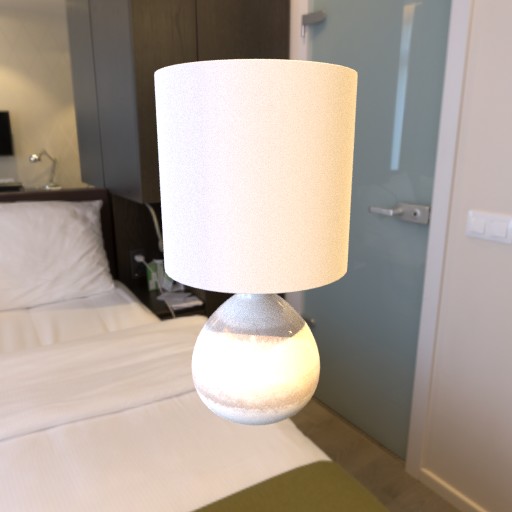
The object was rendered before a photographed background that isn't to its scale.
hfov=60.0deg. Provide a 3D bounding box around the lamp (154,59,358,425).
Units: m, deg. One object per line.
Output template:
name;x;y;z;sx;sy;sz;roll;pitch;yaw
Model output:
lamp;0.000;0.000;0.534;0.217;0.404;0.217;7;16;26
